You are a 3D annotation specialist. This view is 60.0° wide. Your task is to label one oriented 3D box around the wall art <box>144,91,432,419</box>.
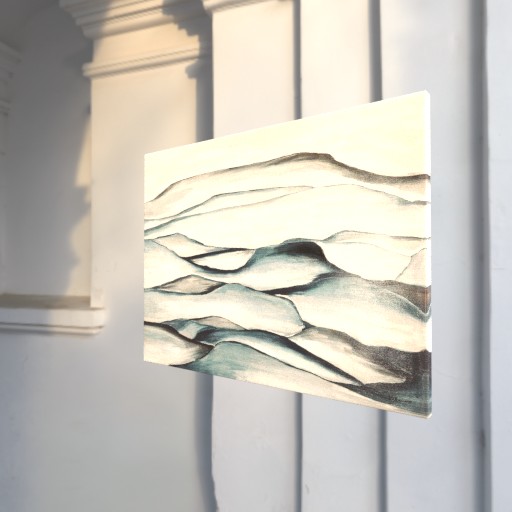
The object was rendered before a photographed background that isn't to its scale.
[{"bbox_3d":[0.000,0.000,1.613,1.219,0.915,0.039,-1,-1,37],"label":"wall art"}]
